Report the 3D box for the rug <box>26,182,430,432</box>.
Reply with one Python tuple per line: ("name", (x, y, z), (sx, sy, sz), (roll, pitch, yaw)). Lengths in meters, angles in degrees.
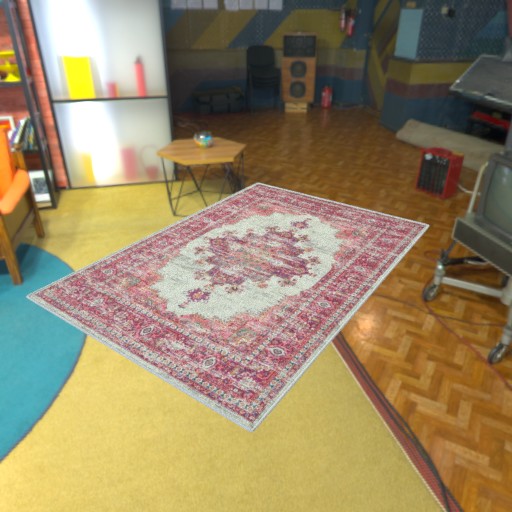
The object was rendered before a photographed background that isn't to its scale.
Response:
("rug", (0.000, 0.000, 2.857), (1.555, 0.011, 2.232), (19, 35, 30))
